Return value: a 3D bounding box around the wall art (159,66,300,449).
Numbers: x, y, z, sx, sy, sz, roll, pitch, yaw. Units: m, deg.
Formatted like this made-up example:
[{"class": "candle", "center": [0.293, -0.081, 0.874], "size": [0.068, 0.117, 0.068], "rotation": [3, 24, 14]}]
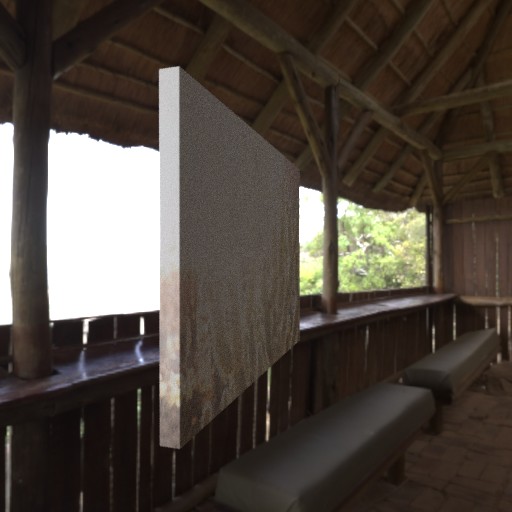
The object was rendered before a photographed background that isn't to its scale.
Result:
[{"class": "wall art", "center": [0.000, 0.000, 1.145], "size": [0.040, 0.608, 0.916], "rotation": [0, 1, 18]}]
